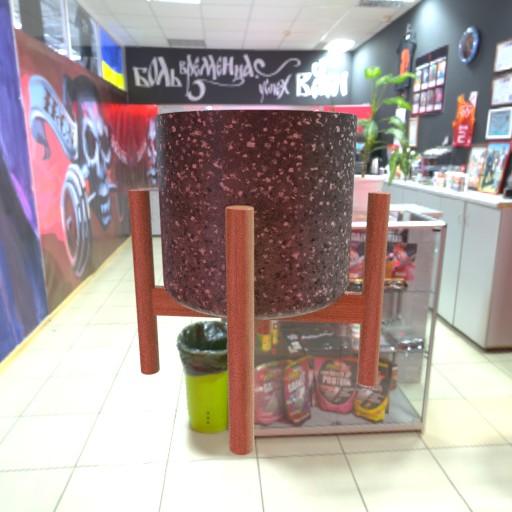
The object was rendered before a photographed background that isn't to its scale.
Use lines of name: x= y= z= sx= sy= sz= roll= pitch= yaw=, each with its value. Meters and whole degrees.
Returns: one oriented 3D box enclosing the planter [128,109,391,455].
planter: x=0.000 y=0.000 z=0.535 sx=0.284 sy=0.320 sz=0.284 roll=7 pitch=16 yaw=27
